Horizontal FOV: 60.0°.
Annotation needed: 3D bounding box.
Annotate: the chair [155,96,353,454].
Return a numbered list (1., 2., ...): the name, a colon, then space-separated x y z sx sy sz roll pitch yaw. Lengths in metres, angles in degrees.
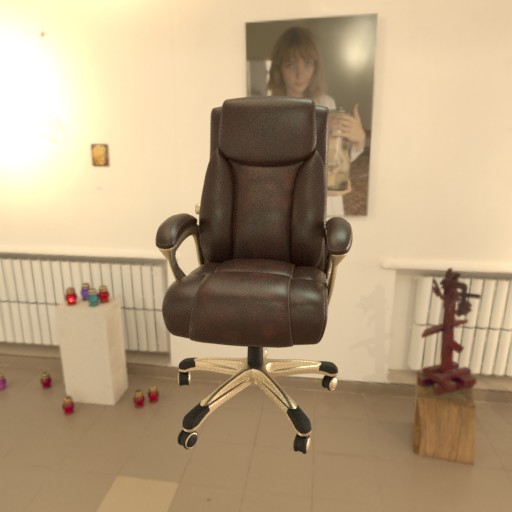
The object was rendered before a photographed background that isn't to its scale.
1. chair: 0.000 0.000 1.675 0.692 1.194 0.749 2 15 8
